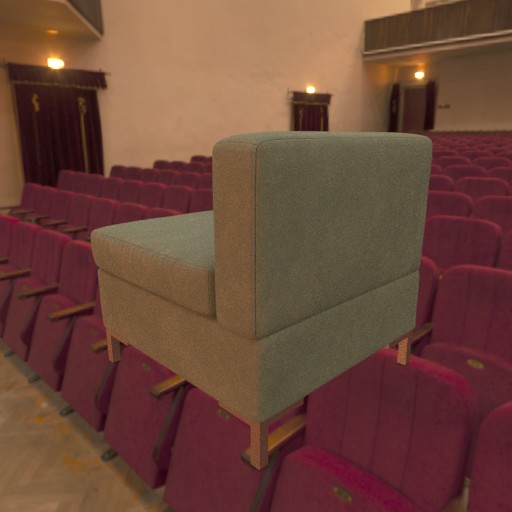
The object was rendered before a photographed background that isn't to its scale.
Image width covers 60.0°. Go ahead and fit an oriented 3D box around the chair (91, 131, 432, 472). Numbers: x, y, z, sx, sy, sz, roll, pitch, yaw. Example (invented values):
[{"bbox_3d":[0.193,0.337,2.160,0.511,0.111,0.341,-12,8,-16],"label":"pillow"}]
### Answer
[{"bbox_3d":[0.000,0.000,1.229,0.680,0.660,0.680,-14,21,-43],"label":"chair"}]
